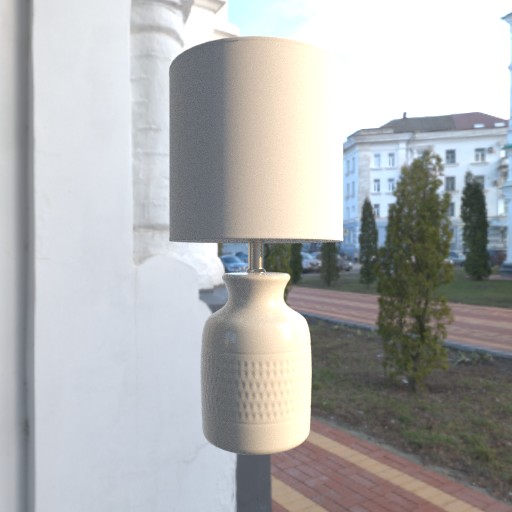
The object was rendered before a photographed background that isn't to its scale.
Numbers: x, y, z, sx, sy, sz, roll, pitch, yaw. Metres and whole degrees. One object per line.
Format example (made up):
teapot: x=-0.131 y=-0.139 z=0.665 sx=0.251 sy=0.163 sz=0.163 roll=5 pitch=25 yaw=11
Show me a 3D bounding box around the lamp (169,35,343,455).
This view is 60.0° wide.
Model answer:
lamp: x=0.000 y=0.000 z=0.488 sx=0.188 sy=0.392 sz=0.188 roll=0 pitch=0 yaw=-17
